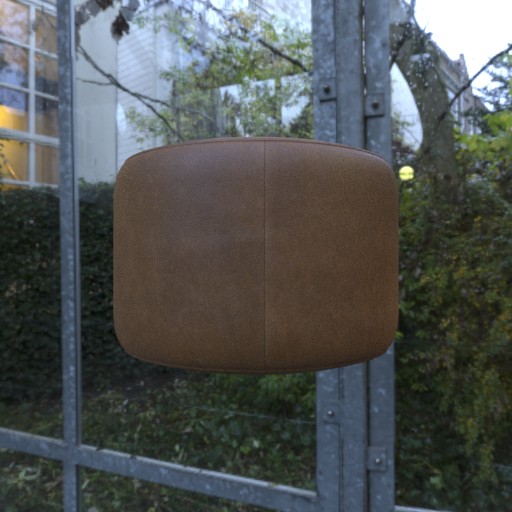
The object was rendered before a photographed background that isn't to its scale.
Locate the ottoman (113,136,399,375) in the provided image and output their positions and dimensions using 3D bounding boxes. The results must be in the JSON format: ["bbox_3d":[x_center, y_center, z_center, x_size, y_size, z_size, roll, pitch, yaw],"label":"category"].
[{"bbox_3d":[0.000,0.000,0.992,0.607,0.438,0.607,0,0,0],"label":"ottoman"}]
